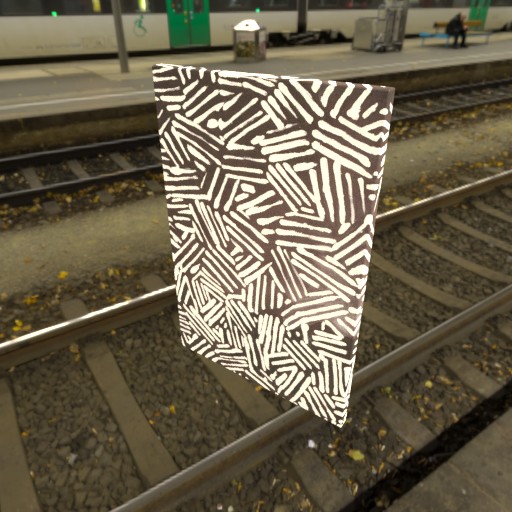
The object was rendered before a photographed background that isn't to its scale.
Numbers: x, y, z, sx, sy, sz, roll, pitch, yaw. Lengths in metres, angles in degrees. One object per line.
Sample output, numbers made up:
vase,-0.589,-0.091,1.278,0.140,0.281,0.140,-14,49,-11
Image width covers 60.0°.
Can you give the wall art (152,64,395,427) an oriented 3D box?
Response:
wall art,0.000,0.000,1.200,0.615,0.918,0.035,19,35,30
